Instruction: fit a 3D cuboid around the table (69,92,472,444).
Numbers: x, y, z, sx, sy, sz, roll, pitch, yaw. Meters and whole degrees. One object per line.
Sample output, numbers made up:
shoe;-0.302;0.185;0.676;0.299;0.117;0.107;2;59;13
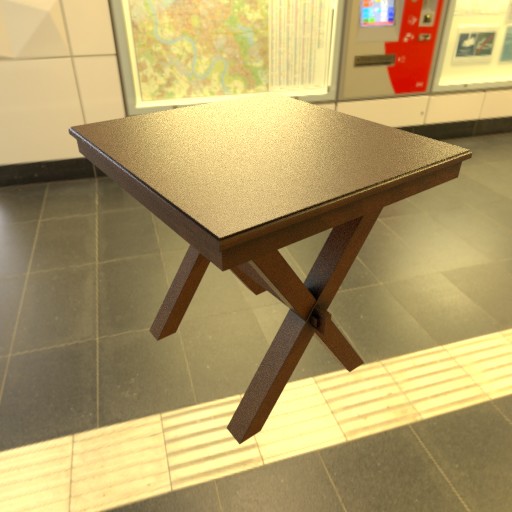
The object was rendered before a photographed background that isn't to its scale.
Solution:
table;0.000;0.000;1.038;0.560;0.562;0.602;-22;38;-30
